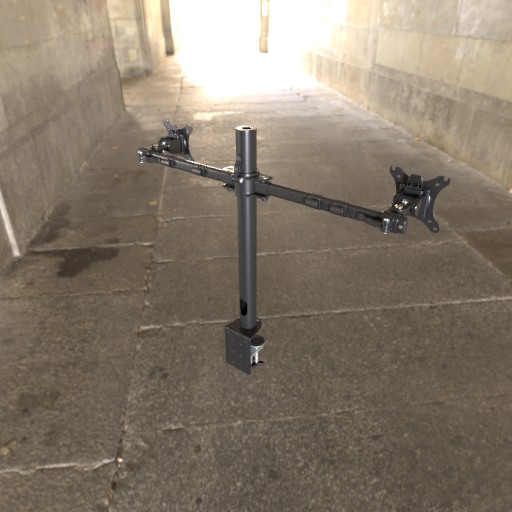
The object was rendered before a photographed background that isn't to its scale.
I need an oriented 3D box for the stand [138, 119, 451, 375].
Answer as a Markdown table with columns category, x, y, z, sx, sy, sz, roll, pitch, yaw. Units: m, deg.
| category | x | y | z | sx | sy | sz | roll | pitch | yaw |
| --- | --- | --- | --- | --- | --- | --- | --- | --- | --- |
| stand | 0.000 | 0.000 | 1.039 | 0.743 | 0.603 | 0.150 | 21 | 36 | 33 |
